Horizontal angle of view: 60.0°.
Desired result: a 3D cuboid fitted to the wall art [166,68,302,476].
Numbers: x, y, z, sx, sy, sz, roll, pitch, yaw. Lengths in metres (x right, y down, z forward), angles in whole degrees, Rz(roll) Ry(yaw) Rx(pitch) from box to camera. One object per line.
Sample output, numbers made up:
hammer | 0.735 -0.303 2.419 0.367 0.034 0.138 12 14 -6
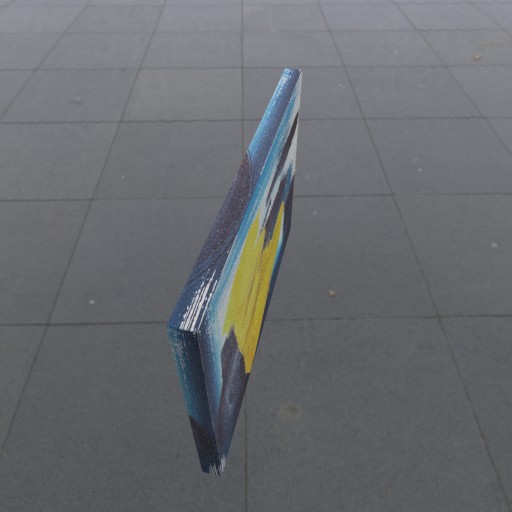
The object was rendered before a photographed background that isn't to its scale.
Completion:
wall art | 0.000 0.000 0.778 0.033 0.406 0.609 10 47 9
